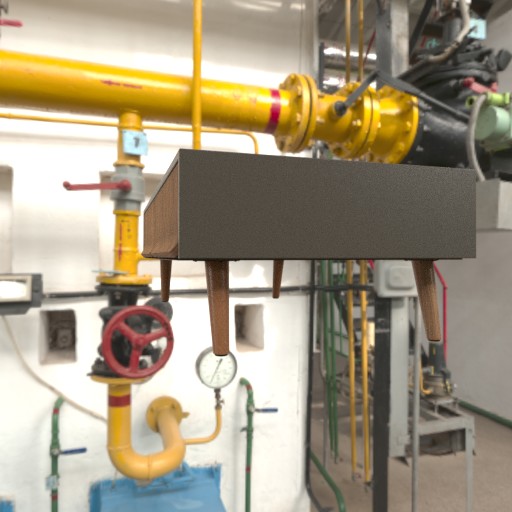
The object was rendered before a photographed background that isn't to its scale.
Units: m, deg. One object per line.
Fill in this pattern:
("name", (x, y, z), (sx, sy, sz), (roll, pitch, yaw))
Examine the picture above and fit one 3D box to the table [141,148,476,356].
("table", (0.000, 0.000, 1.503), (0.703, 0.404, 1.201), (0, 0, -17))
